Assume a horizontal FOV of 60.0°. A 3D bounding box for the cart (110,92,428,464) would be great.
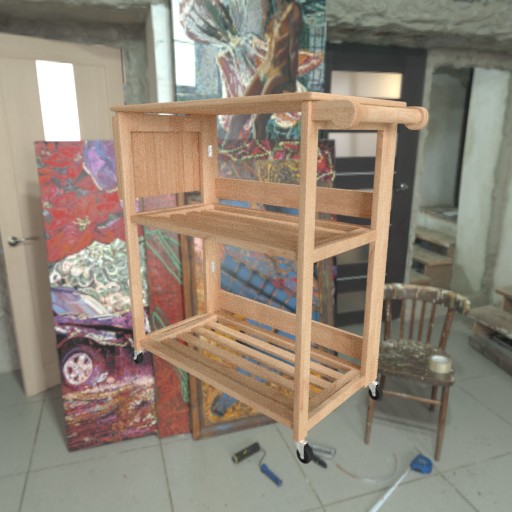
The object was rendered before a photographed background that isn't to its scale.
[{"bbox_3d":[0.000,0.000,1.352,0.853,0.879,0.432,14,21,40],"label":"cart"}]
